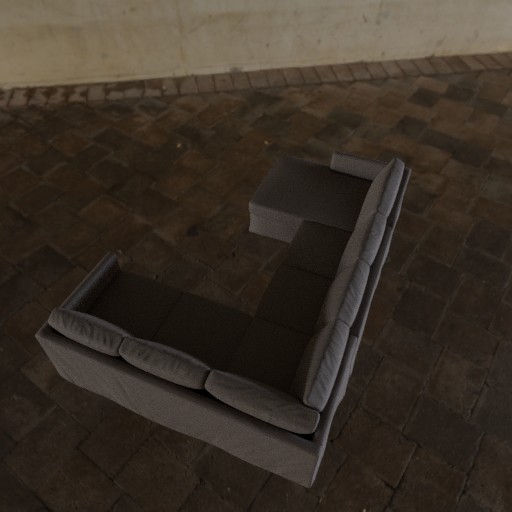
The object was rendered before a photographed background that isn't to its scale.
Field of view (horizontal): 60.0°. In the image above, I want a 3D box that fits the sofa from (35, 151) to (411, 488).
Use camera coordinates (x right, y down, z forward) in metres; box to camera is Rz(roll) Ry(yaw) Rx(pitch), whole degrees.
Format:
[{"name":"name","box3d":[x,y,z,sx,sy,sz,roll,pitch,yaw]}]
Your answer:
[{"name":"sofa","box3d":[0.000,0.000,4.514,2.476,0.878,3.528,18,50,15]}]
